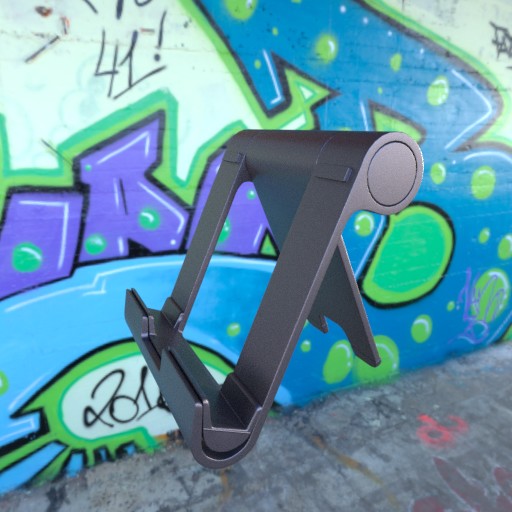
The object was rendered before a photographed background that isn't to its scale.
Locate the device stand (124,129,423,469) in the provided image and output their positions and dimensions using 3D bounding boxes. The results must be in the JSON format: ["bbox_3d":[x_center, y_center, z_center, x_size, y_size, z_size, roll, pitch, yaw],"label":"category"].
[{"bbox_3d":[0.000,0.000,0.153,0.079,0.084,0.088,-8,18,-25],"label":"device stand"}]
